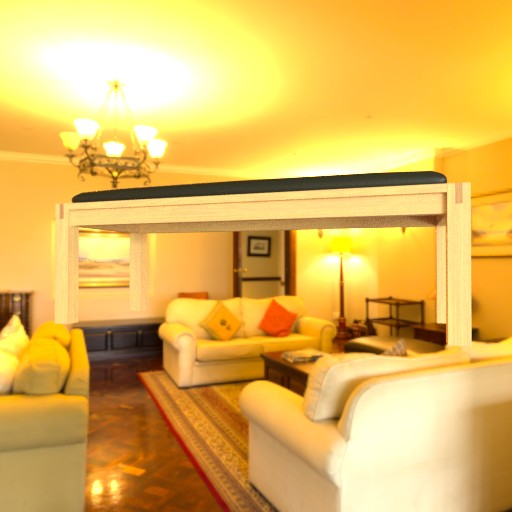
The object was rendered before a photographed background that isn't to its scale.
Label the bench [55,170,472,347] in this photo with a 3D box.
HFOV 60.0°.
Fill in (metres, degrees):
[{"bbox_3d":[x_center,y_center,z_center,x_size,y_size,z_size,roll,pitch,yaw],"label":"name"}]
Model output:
[{"bbox_3d":[0.000,0.000,1.431,1.202,0.430,0.450,0,-1,19],"label":"bench"}]
